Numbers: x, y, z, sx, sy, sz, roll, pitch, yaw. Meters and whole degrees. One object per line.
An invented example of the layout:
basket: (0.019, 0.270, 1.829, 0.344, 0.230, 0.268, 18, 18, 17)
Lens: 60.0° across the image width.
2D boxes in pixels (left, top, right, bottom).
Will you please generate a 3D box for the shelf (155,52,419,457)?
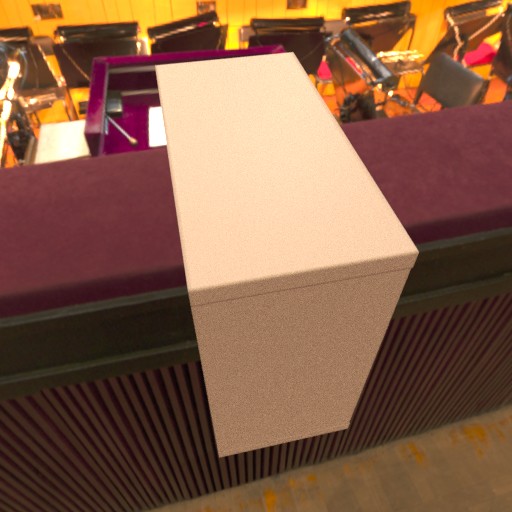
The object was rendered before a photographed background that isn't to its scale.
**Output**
shelf: (0.000, 0.000, 1.270, 0.390, 0.786, 0.790, -9, 49, -8)
